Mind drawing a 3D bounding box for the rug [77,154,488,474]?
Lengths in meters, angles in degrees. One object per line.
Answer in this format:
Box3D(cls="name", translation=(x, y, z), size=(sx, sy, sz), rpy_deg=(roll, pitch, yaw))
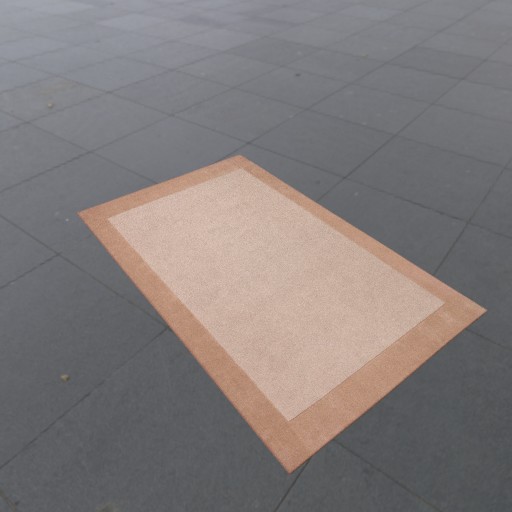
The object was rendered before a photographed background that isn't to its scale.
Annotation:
Box3D(cls="rug", translation=(0.000, 0.000, 2.958), size=(1.524, 0.014, 2.438), rpy_deg=(-27, 47, -28))
